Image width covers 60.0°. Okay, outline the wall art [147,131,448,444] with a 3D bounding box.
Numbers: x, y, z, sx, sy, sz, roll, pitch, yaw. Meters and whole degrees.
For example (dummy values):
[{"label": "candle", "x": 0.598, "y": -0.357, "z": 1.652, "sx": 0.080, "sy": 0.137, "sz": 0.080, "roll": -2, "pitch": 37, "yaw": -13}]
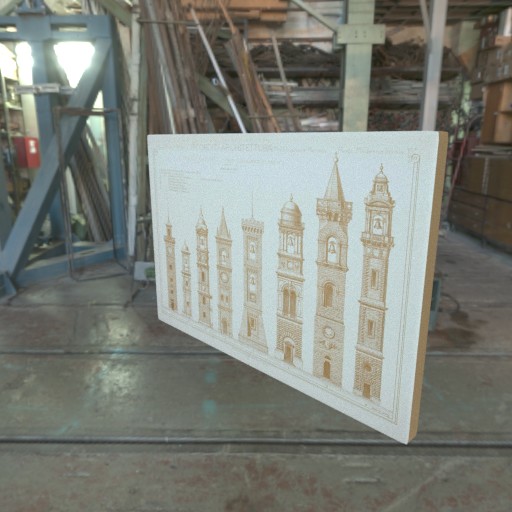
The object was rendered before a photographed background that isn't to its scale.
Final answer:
[{"label": "wall art", "x": 0.000, "y": 0.000, "z": 0.476, "sx": 0.019, "sy": 0.254, "sz": 0.380, "roll": -14, "pitch": 20, "yaw": -43}]
